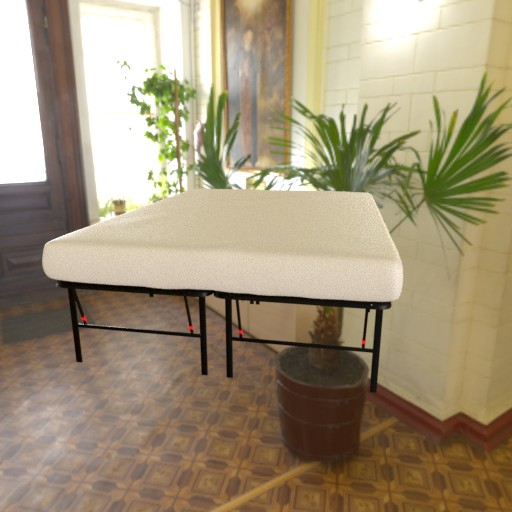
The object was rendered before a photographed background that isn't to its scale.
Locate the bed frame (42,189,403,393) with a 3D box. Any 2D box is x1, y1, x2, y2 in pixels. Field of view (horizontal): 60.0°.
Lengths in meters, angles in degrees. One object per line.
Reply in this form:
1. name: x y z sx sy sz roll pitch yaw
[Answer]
1. bed frame: 0.000 0.000 2.894 1.584 0.667 2.151 3 16 10
